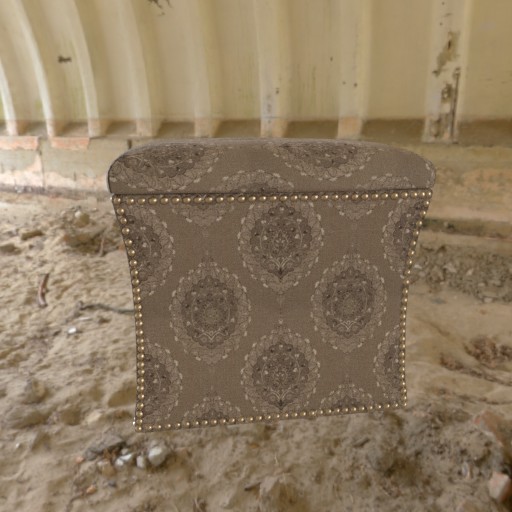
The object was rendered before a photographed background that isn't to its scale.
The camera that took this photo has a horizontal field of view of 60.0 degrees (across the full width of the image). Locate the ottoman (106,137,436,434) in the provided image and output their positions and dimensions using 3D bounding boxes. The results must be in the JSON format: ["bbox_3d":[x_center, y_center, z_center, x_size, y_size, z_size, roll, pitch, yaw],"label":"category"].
[{"bbox_3d":[0.000,0.000,0.916,0.507,0.473,0.497,-2,15,-8],"label":"ottoman"}]
